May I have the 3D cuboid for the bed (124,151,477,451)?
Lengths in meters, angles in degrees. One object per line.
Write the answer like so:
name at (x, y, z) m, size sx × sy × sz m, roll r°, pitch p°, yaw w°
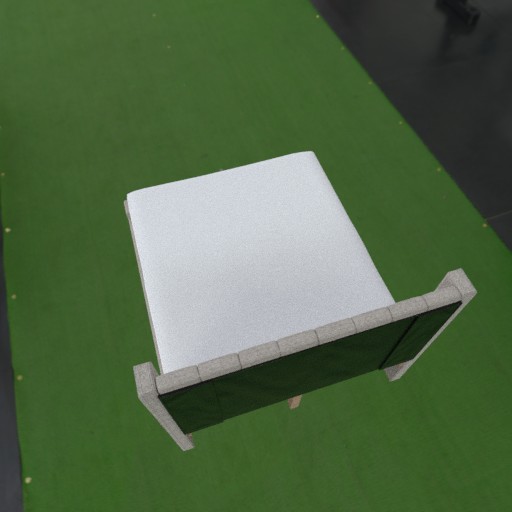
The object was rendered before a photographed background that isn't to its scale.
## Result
bed at (0.000, 0.000, 3.804) m, size 2.044 × 1.748 × 2.372 m, roll -15°, pitch 59°, yaw -9°
